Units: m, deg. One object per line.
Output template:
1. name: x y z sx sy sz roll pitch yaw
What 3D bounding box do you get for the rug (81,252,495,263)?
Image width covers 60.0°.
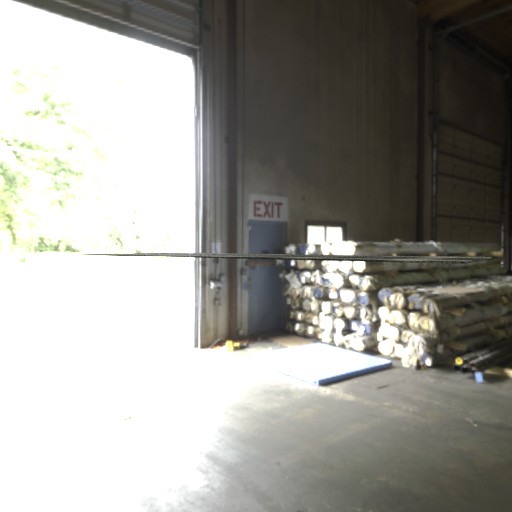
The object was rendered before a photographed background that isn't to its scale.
1. rug: 0.000 0.000 2.640 2.434 0.012 0.760 1 2 36
